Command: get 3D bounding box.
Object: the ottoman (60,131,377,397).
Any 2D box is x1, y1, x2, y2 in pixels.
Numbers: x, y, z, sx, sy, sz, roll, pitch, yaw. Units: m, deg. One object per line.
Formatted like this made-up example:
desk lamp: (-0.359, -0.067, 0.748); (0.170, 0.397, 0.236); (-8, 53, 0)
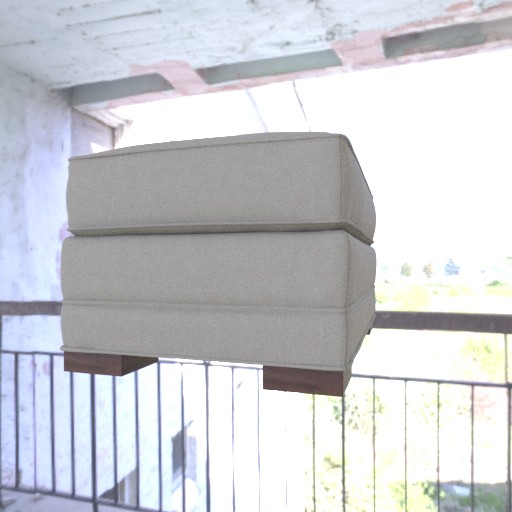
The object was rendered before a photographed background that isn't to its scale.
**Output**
ottoman: (0.000, 0.000, 1.207); (0.611, 0.482, 0.848); (0, -1, 18)
